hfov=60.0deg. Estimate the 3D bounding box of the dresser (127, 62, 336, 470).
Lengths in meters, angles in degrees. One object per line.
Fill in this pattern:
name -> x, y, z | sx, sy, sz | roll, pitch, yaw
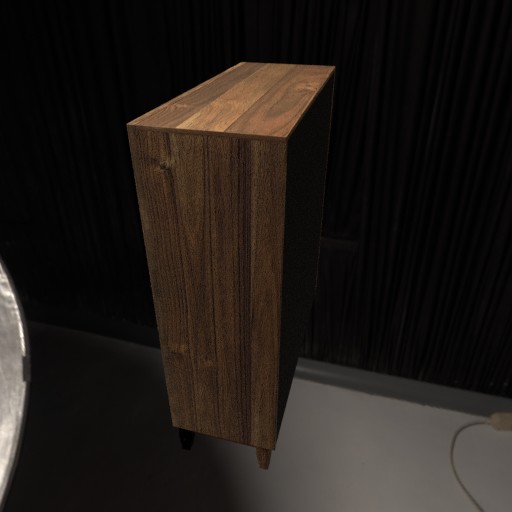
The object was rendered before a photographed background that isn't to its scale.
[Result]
dresser -> 0.000, 0.000, 1.925 | 0.442, 1.393, 1.062 | 8, 33, 13
